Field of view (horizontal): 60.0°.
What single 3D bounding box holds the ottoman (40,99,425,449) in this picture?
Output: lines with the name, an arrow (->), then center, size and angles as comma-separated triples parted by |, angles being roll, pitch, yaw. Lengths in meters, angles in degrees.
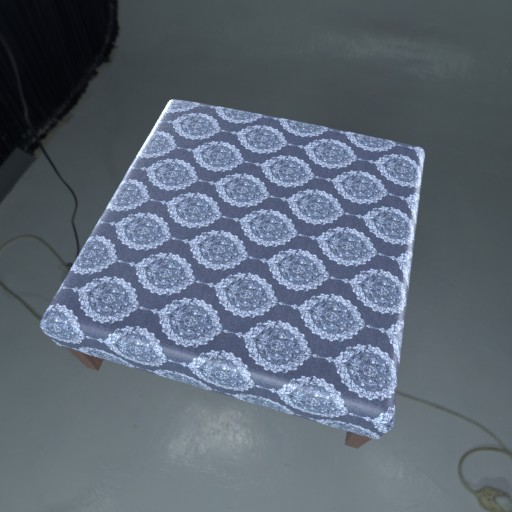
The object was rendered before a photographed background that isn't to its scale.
ottoman -> 0.000, 0.000, 1.396 | 0.890, 0.409, 0.889 | 14, 60, 8
